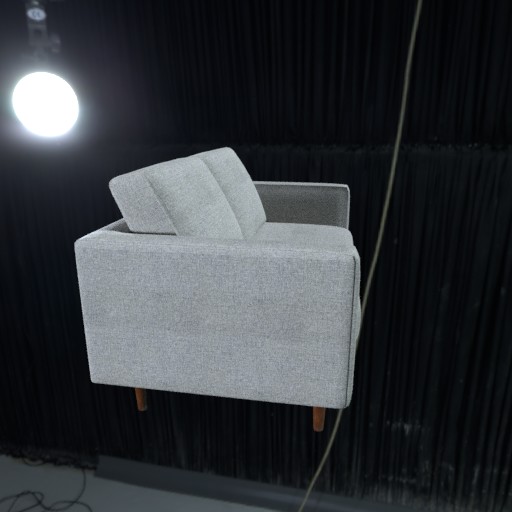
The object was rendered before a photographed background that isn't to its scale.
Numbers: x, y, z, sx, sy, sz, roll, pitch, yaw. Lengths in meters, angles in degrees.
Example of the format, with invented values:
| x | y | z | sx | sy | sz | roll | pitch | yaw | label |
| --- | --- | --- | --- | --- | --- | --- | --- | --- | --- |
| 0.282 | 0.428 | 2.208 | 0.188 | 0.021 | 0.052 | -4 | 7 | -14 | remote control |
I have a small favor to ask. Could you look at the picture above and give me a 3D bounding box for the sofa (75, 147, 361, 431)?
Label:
| x | y | z | sx | sy | sz | roll | pitch | yaw | label |
| --- | --- | --- | --- | --- | --- | --- | --- | --- | --- |
| 0.000 | 0.000 | 2.188 | 0.969 | 0.973 | 1.527 | 3 | 17 | 10 | sofa |
